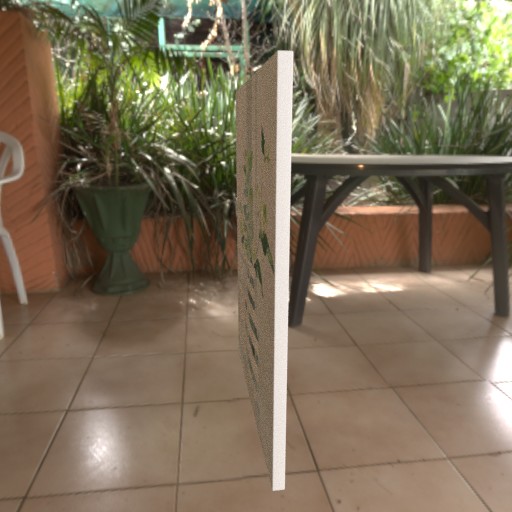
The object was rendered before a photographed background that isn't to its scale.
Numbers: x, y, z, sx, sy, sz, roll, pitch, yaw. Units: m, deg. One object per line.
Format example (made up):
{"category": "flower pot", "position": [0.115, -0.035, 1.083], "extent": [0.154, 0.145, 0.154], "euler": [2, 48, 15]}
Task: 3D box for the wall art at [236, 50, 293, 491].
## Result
{"category": "wall art", "position": [0.000, 0.000, 1.609], "extent": [0.038, 1.212, 0.914], "euler": [-2, 15, -8]}
